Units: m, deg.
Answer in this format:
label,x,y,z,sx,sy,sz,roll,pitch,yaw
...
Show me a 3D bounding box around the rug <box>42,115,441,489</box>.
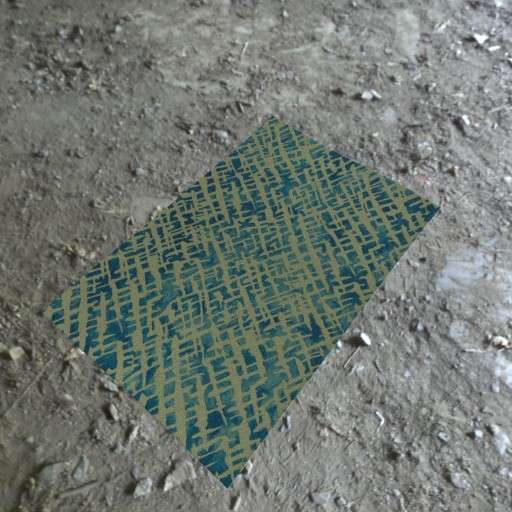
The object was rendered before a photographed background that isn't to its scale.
label,x,y,z,sx,sy,sz,roll,pitch,yaw
rug,0.000,0.000,2.335,1.209,0.011,1.830,35,64,19
